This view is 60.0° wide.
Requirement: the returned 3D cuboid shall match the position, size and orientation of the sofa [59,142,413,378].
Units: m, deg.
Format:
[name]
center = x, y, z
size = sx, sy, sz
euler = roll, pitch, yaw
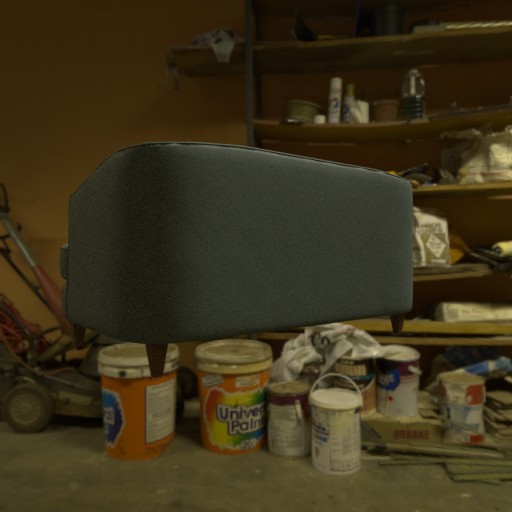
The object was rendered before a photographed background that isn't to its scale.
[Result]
[sofa]
center = 0.000, 0.000, 2.295
size = 1.733, 0.855, 0.941
euler = 0, 0, -37
